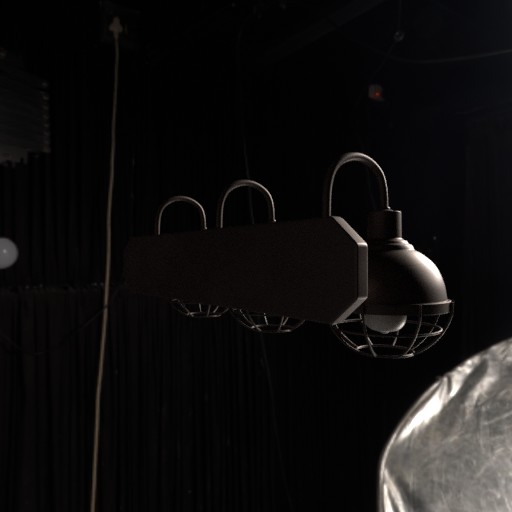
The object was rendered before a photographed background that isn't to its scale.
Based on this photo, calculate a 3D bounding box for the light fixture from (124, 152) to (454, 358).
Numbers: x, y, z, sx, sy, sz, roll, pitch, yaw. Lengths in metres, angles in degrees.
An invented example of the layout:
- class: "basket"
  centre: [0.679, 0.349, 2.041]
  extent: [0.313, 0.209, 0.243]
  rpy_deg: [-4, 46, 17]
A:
- class: "light fixture"
  centre: [0.000, 0.000, 0.751]
  extent: [0.229, 0.254, 0.634]
  rpy_deg: [0, 0, -37]
